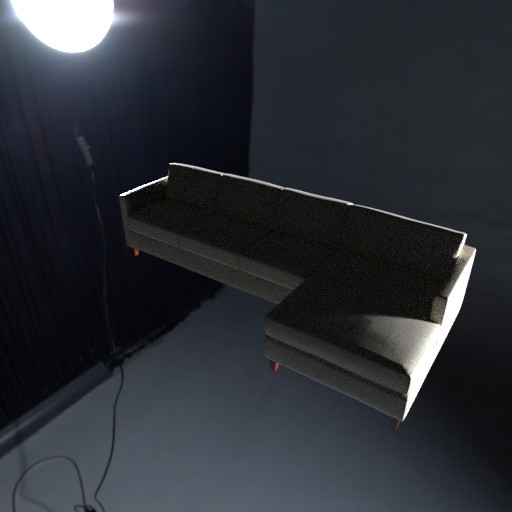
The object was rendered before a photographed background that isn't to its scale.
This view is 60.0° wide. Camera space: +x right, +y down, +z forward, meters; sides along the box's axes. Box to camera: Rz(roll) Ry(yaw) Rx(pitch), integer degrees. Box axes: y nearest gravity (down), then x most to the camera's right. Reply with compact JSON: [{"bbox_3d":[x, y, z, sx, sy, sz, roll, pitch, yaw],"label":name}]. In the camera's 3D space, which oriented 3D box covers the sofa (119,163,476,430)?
[{"bbox_3d":[0.000,0.000,4.165,3.471,0.954,1.603,19,34,30],"label":"sofa"}]
